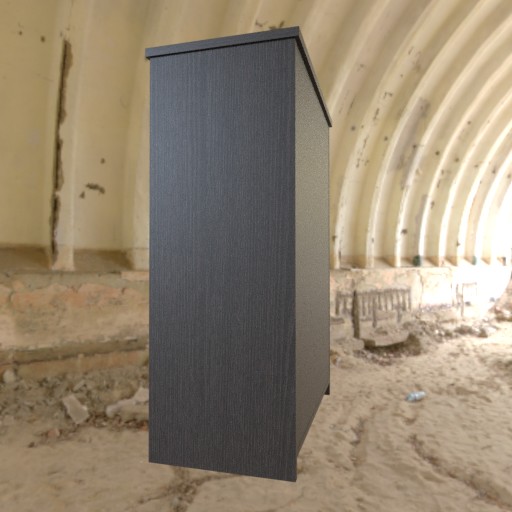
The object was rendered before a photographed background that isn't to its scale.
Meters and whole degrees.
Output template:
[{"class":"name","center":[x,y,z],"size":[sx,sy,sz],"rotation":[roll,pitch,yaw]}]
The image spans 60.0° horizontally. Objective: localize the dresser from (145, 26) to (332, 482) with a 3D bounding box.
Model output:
[{"class":"dresser","center":[0.000,0.000,1.378],"size":[0.399,1.020,0.704],"rotation":[0,-1,16]}]
